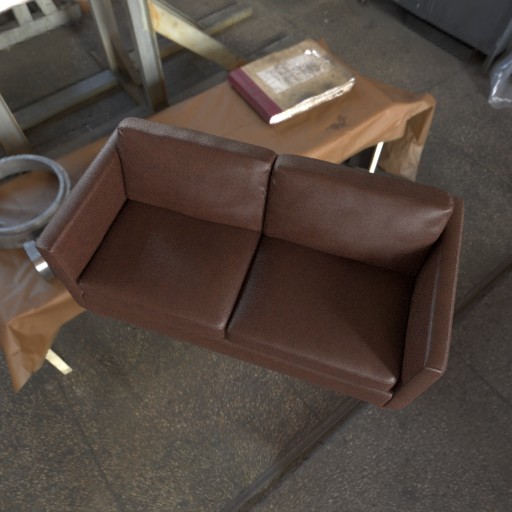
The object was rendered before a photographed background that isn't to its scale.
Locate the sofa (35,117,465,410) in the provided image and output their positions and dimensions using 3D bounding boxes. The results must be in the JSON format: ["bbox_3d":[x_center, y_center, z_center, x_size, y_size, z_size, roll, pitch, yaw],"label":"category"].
[{"bbox_3d":[0.000,0.000,2.344,1.883,0.933,0.951,16,60,10],"label":"sofa"}]
